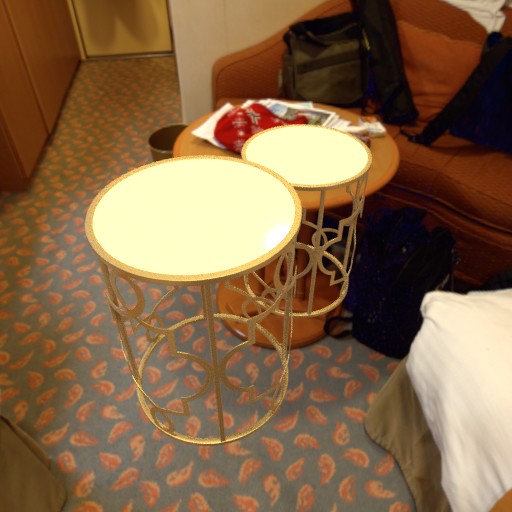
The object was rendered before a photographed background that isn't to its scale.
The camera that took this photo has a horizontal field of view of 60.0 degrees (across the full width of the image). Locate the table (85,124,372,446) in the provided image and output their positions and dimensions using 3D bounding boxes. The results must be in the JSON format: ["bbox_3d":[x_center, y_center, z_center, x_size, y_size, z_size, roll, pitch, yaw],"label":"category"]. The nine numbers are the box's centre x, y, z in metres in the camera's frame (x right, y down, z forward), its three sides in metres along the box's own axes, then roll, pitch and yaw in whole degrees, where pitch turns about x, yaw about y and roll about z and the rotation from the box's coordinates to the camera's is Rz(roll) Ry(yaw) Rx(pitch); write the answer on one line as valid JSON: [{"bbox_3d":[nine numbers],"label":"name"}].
[{"bbox_3d":[0.000,0.000,1.193,0.420,0.564,0.846,24,46,25],"label":"table"}]
